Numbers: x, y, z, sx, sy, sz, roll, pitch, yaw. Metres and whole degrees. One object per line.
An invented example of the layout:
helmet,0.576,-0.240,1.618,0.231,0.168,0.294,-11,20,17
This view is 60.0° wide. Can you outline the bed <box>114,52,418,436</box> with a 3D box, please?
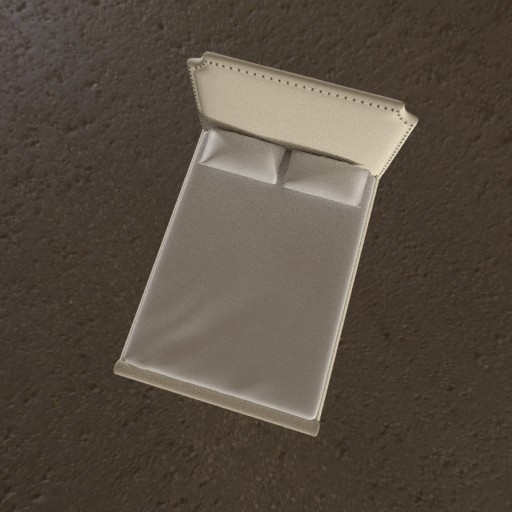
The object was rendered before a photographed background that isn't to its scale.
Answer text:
bed,0.000,0.000,3.488,1.712,1.443,2.372,16,77,4
